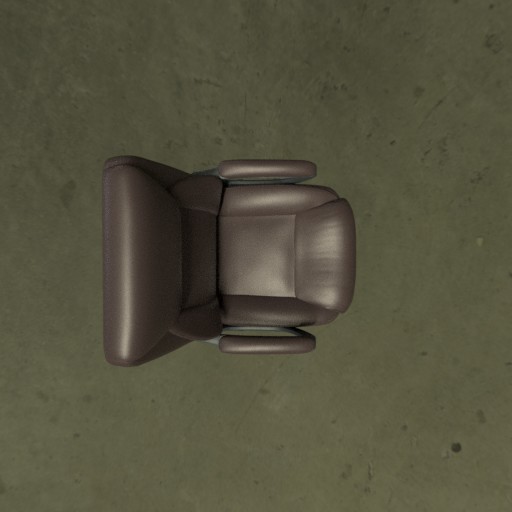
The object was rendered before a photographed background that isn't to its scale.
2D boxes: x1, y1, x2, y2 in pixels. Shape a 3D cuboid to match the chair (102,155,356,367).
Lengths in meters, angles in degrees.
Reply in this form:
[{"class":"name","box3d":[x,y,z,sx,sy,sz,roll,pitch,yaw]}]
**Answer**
[{"class":"chair","box3d":[0.000,0.000,1.444,0.655,1.072,0.615,0,92,1]}]
